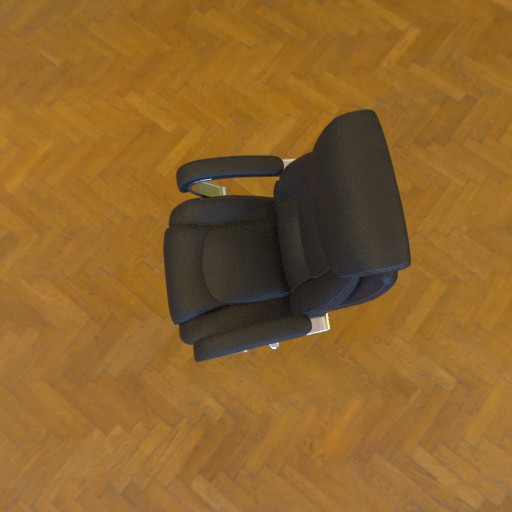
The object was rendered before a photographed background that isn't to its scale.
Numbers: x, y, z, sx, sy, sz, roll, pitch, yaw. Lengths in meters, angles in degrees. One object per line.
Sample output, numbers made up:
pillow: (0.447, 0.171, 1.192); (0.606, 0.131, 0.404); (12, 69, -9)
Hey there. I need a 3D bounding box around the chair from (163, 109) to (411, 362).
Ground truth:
chair: (0.000, 0.000, 1.760); (0.790, 1.183, 0.755); (-8, 76, -2)
